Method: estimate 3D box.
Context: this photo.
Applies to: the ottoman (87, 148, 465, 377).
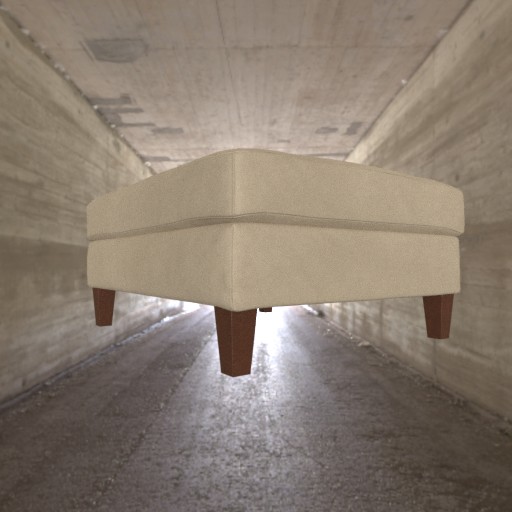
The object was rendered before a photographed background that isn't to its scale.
[{"bbox_3d":[0.000,0.000,1.456,0.836,0.492,1.002,1,-1,-36],"label":"ottoman"}]
